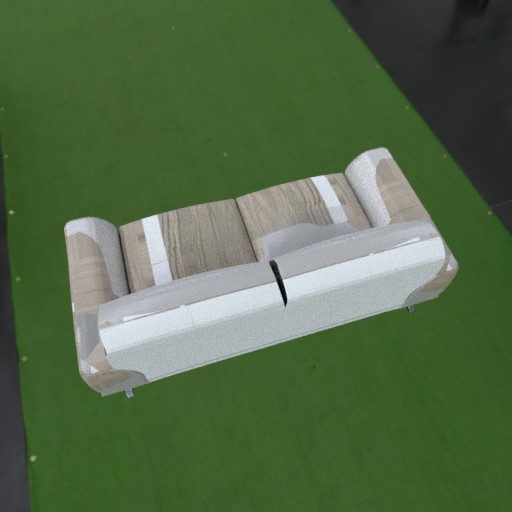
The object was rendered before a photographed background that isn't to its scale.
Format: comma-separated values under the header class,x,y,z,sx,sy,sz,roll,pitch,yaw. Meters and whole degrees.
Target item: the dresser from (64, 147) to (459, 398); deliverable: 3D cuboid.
class,x,y,z,sx,sy,sz,roll,pitch,yaw
dresser,0.000,0.000,5.906,4.679,1.863,2.251,-15,61,-9
